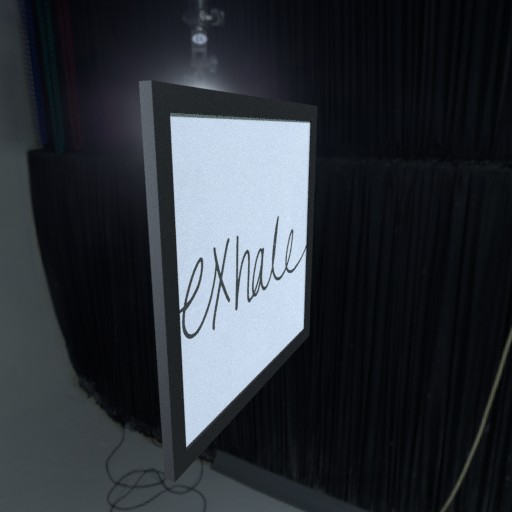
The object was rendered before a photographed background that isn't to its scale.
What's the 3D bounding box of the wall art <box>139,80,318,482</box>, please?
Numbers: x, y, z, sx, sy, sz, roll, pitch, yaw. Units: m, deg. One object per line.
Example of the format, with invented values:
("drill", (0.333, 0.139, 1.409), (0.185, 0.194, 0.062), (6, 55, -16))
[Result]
("wall art", (0.000, 0.000, 0.528), (0.012, 0.357, 0.358), (8, 17, 26))
